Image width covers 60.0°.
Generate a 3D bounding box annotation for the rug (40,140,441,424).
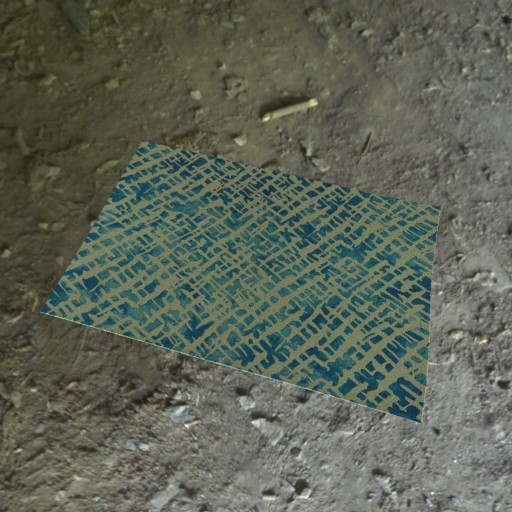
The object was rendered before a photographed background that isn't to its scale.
[{"bbox_3d":[0.000,0.000,2.319,1.830,0.011,1.209,14,60,9],"label":"rug"}]
